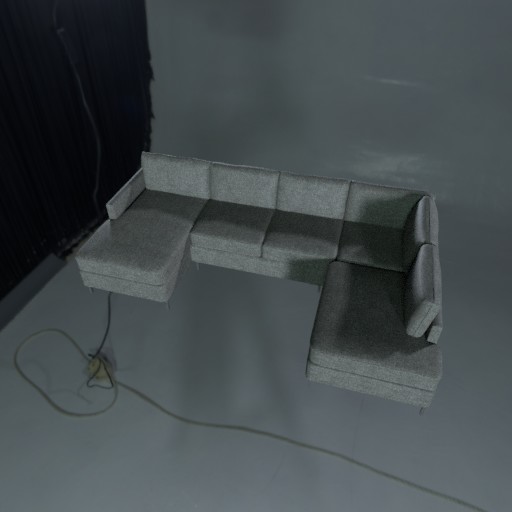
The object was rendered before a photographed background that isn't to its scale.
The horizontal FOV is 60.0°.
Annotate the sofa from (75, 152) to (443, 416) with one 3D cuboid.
[{"bbox_3d":[0.000,0.000,4.367,3.423,0.999,2.048,10,41,12],"label":"sofa"}]
